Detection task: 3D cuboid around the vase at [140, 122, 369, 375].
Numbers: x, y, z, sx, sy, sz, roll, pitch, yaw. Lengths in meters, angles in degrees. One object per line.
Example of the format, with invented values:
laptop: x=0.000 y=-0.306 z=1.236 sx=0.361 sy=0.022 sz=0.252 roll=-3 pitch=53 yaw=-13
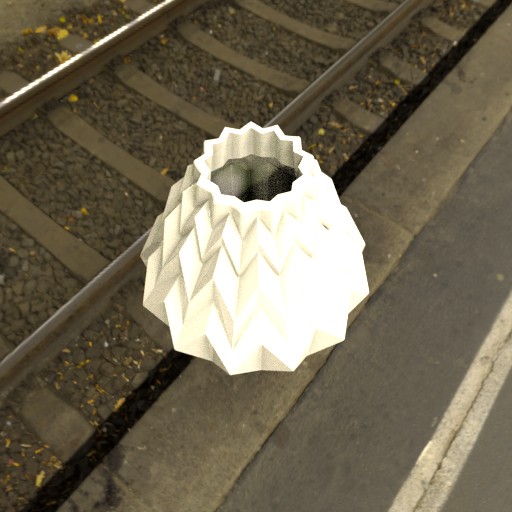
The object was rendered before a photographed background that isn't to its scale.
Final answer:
vase: x=0.000 y=0.000 z=0.309 sx=0.164 sy=0.185 sz=0.164 roll=0 pitch=59 yaw=0
